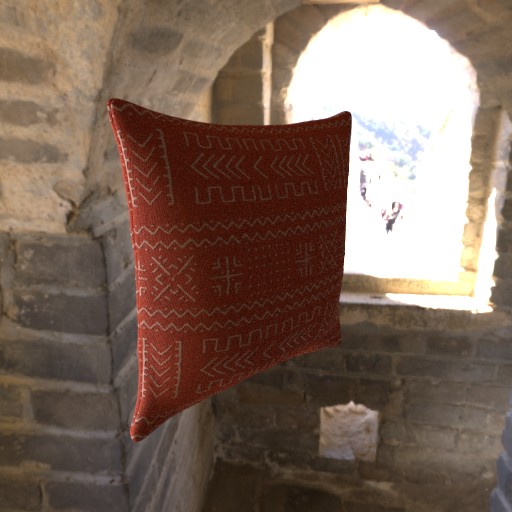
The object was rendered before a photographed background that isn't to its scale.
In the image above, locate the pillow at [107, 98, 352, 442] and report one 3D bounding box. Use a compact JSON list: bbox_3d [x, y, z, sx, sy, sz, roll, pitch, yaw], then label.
[{"bbox_3d":[0.000,0.000,0.660,0.438,0.429,0.164,-13,20,-41],"label":"pillow"}]
